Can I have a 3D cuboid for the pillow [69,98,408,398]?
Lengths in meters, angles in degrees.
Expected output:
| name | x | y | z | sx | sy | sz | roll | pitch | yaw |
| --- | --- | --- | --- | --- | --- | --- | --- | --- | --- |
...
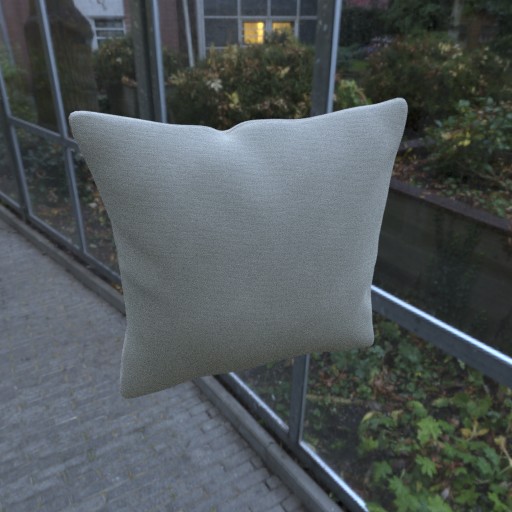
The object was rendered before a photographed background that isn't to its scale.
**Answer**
| name | x | y | z | sx | sy | sz | roll | pitch | yaw |
| --- | --- | --- | --- | --- | --- | --- | --- | --- | --- |
| pillow | 0.000 | 0.000 | 0.641 | 0.437 | 0.420 | 0.162 | -8 | 28 | -16 |
